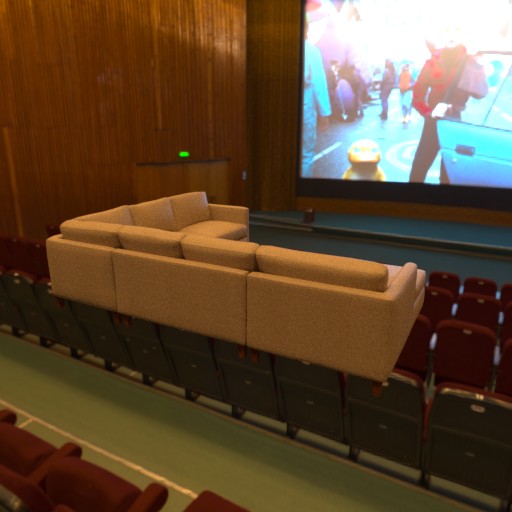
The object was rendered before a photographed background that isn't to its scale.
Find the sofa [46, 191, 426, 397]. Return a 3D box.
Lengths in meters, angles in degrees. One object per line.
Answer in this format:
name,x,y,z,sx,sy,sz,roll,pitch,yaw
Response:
sofa,0.000,0.000,4.789,3.460,0.961,2.594,9,18,27
